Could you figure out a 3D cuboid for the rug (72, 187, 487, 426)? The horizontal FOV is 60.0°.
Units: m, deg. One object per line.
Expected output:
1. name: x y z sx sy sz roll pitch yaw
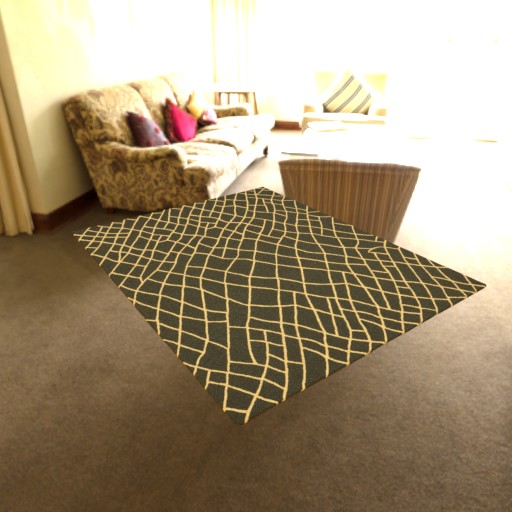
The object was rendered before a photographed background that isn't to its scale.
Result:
1. rug: 0.000 0.000 4.049 2.439 0.022 3.047 -18 33 -31
